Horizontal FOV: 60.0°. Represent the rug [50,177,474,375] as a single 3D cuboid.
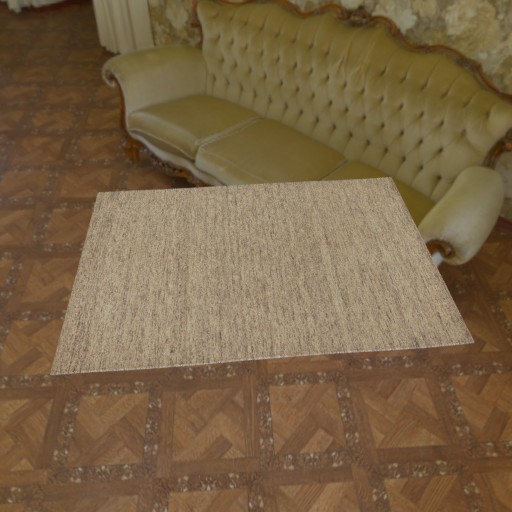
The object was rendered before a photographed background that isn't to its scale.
[{"bbox_3d":[0.000,0.000,2.905,2.283,0.013,1.547,-4,46,-3],"label":"rug"}]
